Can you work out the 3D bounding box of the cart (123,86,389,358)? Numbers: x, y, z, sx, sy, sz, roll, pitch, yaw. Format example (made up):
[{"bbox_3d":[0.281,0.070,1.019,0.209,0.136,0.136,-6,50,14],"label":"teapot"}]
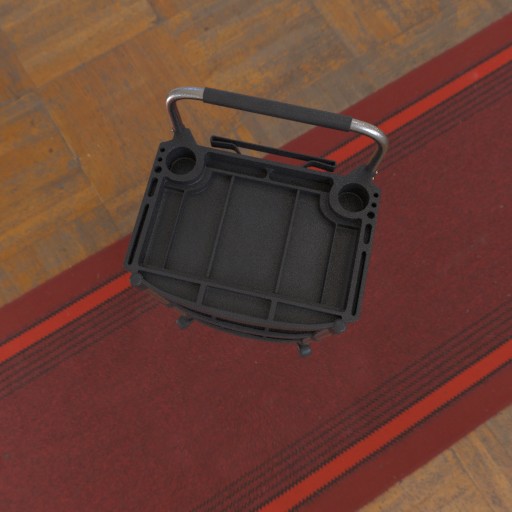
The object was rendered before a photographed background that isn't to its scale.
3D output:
[{"bbox_3d":[0.000,0.000,1.396,0.584,1.075,0.518,13,77,3],"label":"cart"}]
